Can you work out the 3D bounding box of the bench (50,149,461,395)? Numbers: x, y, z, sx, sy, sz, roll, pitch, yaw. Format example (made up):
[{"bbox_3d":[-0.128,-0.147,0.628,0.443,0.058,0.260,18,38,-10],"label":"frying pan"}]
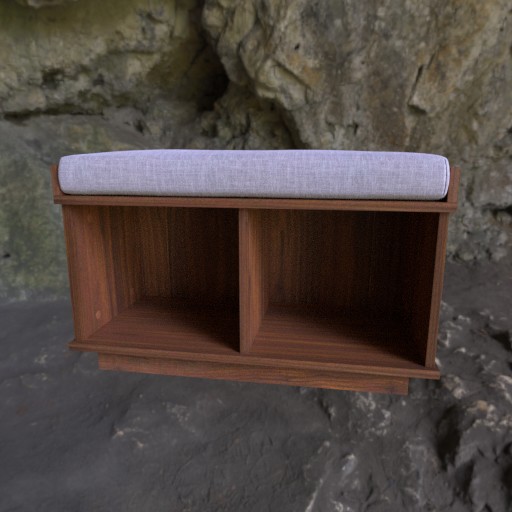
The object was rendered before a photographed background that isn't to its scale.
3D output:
[{"bbox_3d":[0.000,0.000,0.989,0.734,0.461,0.362,2,13,9],"label":"bench"}]
